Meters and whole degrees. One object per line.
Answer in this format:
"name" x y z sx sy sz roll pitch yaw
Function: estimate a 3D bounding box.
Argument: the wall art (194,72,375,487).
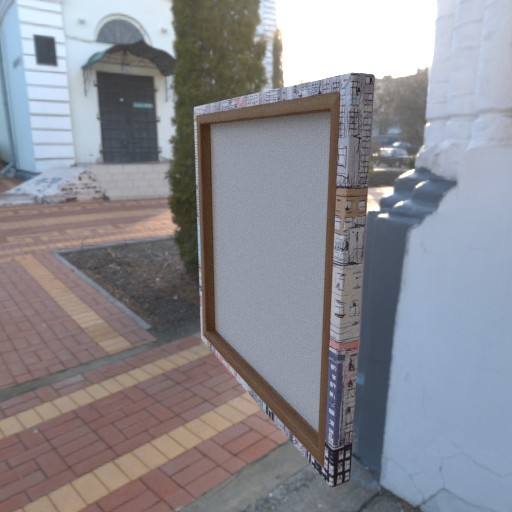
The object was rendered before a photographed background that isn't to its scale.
"wall art" 0.000 0.000 1.113 0.048 0.762 0.761 -7 16 -25
